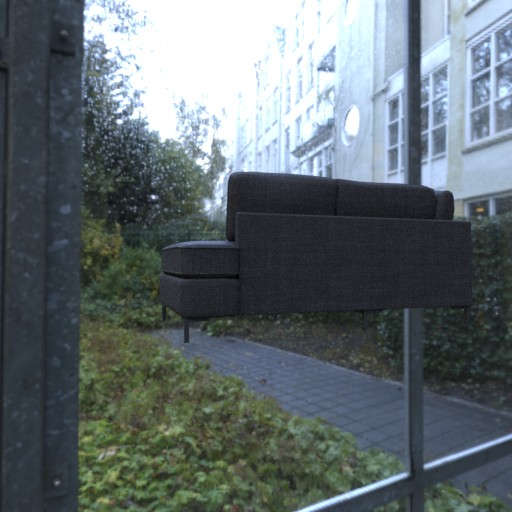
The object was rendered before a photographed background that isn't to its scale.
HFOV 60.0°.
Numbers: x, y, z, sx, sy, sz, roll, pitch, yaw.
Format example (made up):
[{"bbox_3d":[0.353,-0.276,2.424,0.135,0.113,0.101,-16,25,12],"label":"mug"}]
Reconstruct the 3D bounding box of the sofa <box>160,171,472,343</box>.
[{"bbox_3d":[0.000,0.000,4.350,2.048,0.999,3.423,0,-1,-19],"label":"sofa"}]
